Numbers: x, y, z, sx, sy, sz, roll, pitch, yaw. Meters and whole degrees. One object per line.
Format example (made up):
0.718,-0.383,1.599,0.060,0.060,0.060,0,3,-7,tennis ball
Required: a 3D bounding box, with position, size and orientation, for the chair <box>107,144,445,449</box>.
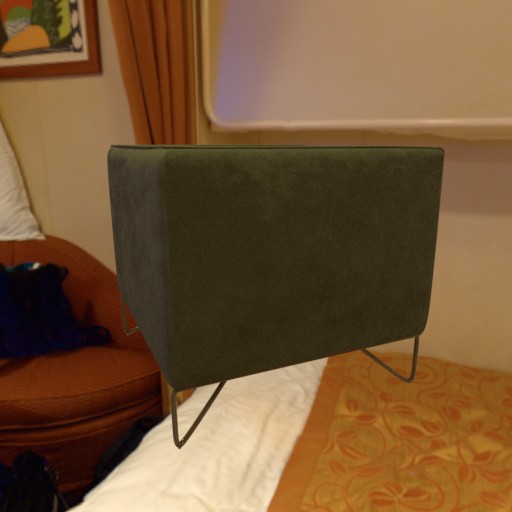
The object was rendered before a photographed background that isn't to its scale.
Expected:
0.000,0.000,1.614,0.894,0.790,0.880,-7,16,-24,chair
